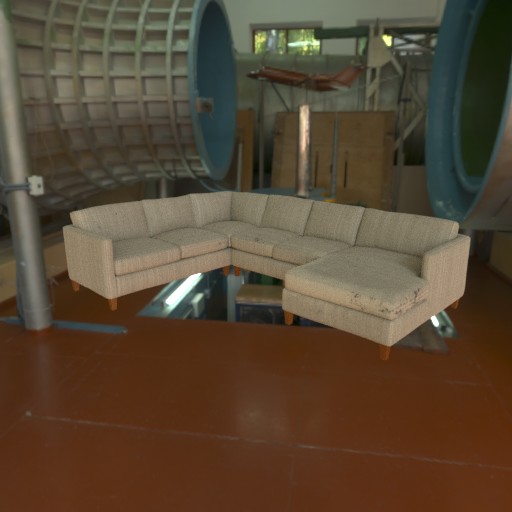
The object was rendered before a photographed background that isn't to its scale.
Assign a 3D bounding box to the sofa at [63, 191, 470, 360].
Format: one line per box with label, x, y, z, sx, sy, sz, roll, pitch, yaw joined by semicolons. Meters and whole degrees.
sofa;0.000;0.000;4.657;3.460;0.961;2.594;14;21;42
